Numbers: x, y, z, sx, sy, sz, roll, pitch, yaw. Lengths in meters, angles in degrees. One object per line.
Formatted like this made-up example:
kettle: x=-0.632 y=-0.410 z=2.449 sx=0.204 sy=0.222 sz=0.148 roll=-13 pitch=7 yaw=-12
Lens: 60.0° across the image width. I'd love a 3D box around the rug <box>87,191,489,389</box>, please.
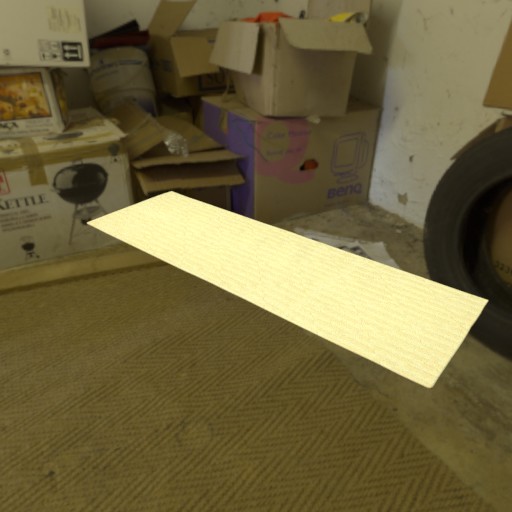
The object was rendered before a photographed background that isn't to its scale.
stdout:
rug: x=0.000 y=0.000 z=2.689 sx=2.450 sy=0.014 sz=0.793 roll=22 pitch=36 yaw=34
